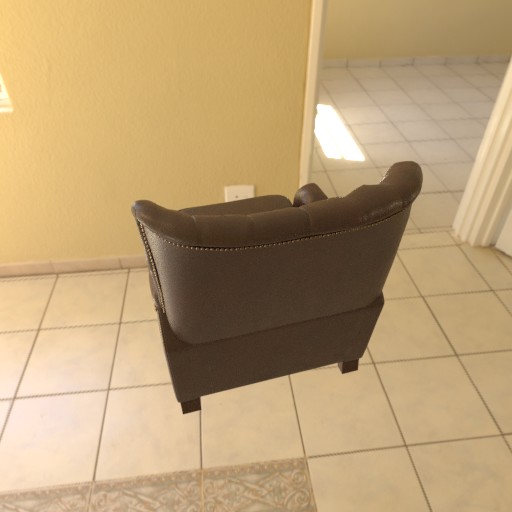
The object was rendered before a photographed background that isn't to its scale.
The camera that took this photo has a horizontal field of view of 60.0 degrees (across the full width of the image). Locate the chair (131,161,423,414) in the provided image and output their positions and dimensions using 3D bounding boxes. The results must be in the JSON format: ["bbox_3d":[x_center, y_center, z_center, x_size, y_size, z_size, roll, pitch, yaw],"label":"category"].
[{"bbox_3d":[0.000,0.000,1.484,0.709,0.864,0.823,-10,41,-12],"label":"chair"}]
